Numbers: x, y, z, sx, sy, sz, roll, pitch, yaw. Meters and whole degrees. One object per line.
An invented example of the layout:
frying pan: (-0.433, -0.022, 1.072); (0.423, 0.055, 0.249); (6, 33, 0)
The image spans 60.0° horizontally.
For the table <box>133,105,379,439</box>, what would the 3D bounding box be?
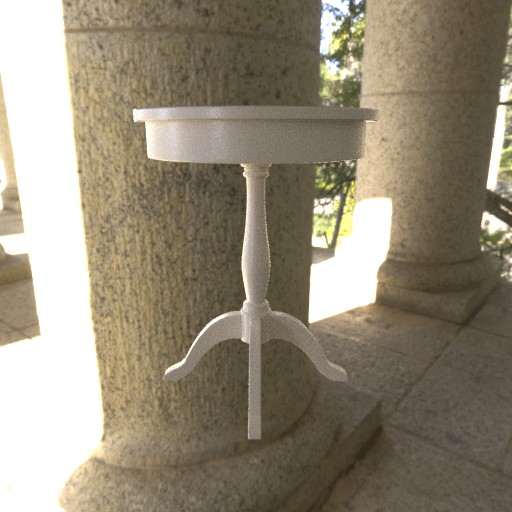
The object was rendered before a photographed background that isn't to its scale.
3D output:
table: (0.000, 0.000, 1.048); (0.513, 0.653, 0.513); (0, 16, 0)
